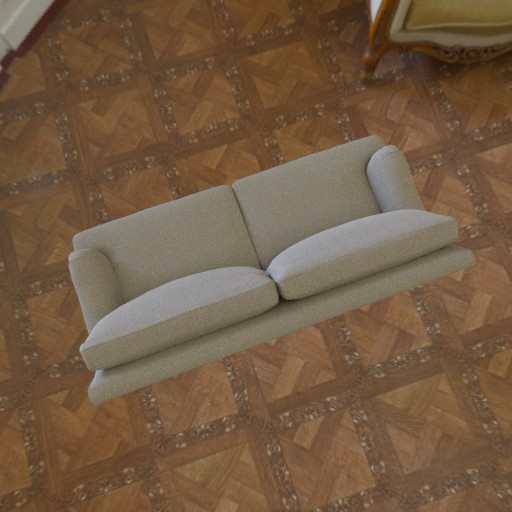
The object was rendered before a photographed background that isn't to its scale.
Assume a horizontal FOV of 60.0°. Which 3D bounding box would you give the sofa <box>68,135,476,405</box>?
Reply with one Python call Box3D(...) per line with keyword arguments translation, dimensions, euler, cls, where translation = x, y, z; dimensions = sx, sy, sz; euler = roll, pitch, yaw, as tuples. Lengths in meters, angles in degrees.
Box3D(translation=(0.000, 0.000, 2.794), dimensions=(2.160, 1.054, 1.087), euler=(-19, 77, -5), cls="sofa")
